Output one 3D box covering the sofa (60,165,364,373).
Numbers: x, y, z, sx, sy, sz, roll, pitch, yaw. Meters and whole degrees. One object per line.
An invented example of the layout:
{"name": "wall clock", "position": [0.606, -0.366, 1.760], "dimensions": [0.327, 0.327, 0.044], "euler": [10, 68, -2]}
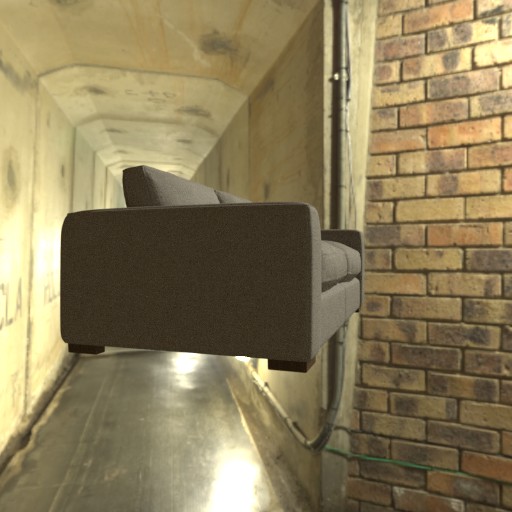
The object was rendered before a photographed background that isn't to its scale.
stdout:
{"name": "sofa", "position": [0.000, 0.000, 2.529], "dimensions": [1.069, 0.800, 1.920], "euler": [0, 0, 19]}
